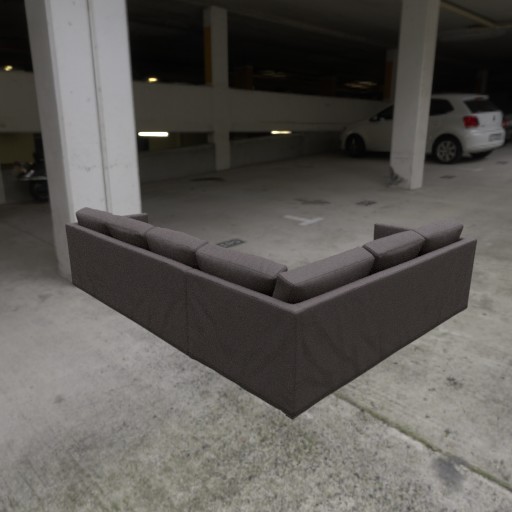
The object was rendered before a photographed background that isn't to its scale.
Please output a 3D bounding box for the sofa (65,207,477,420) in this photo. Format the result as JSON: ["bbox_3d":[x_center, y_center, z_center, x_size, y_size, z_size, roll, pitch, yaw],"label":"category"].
[{"bbox_3d":[0.000,0.000,4.312,2.432,0.871,3.182,-15,22,-41],"label":"sofa"}]
